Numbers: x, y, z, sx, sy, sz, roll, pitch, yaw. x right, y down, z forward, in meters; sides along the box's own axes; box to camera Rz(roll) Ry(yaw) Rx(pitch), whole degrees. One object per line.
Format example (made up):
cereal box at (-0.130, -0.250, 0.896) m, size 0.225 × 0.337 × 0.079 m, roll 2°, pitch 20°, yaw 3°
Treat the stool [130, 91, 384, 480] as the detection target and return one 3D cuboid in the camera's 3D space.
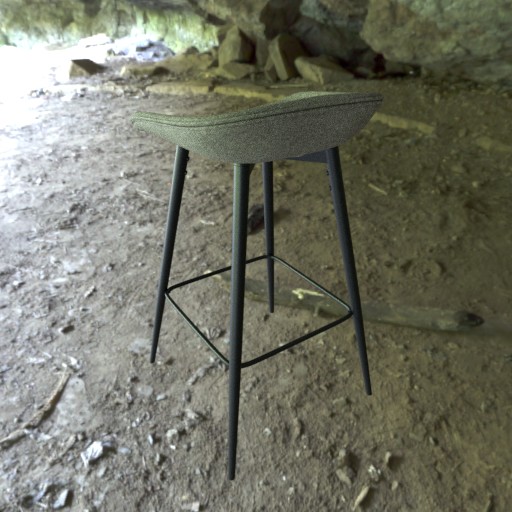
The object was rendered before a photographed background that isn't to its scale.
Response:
stool at (0.000, 0.000, 1.103) m, size 0.469 × 0.814 × 0.480 m, roll -18°, pitch 34°, yaw -29°
